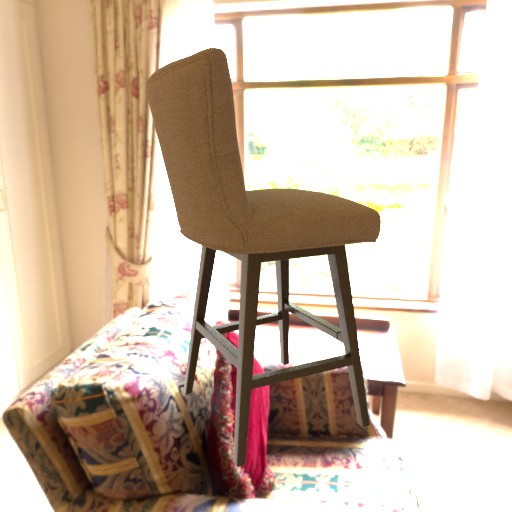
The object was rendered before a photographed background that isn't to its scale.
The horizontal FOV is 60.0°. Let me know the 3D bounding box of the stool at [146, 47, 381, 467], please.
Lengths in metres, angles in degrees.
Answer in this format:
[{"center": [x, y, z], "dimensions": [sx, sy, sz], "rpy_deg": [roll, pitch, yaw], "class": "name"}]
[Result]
[{"center": [0.000, 0.000, 1.395], "dimensions": [0.574, 1.086, 0.514], "rpy_deg": [-7, 15, -27], "class": "stool"}]
